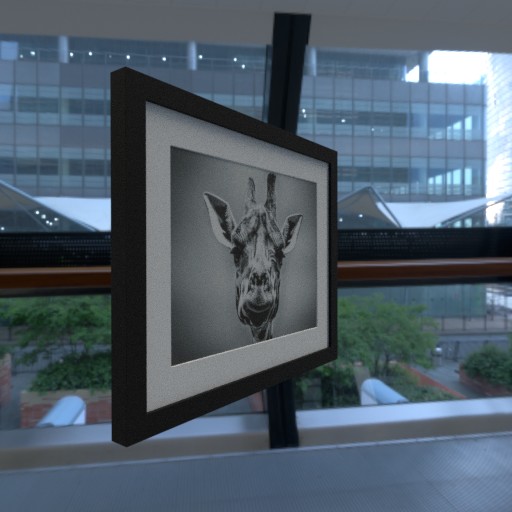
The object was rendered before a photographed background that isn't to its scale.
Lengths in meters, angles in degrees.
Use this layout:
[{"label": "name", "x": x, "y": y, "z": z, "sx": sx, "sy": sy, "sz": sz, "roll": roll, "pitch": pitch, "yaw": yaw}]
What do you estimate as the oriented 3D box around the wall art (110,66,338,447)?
[{"label": "wall art", "x": 0.000, "y": 0.000, "z": 0.763, "sx": 0.031, "sy": 0.457, "sz": 0.558, "roll": 0, "pitch": 0, "yaw": 37}]
